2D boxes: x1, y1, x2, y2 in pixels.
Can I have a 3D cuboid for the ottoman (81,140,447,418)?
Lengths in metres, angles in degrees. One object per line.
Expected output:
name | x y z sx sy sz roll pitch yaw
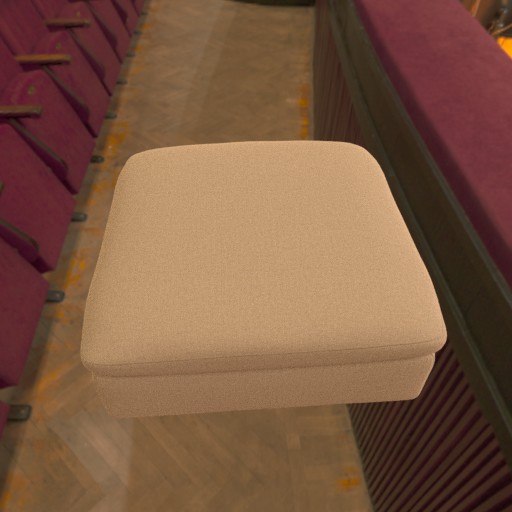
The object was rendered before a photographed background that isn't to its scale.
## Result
ottoman | 0.000 0.000 1.546 0.996 0.467 0.977 -3 46 -3
